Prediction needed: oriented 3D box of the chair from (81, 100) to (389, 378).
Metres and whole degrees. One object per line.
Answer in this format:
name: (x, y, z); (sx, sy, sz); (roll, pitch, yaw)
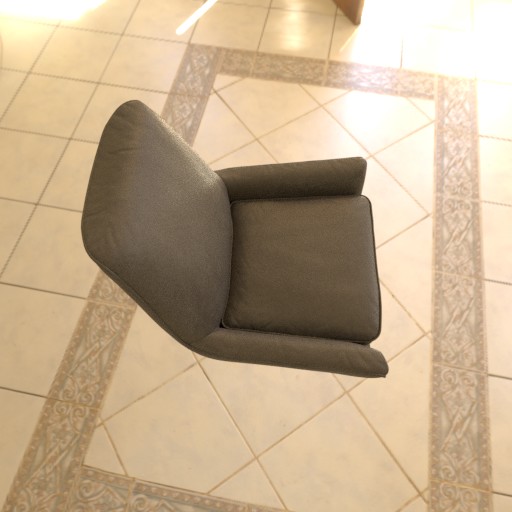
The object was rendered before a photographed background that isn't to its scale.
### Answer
chair: (0.000, 0.000, 1.469); (0.822, 0.888, 0.787); (1, 63, 1)
